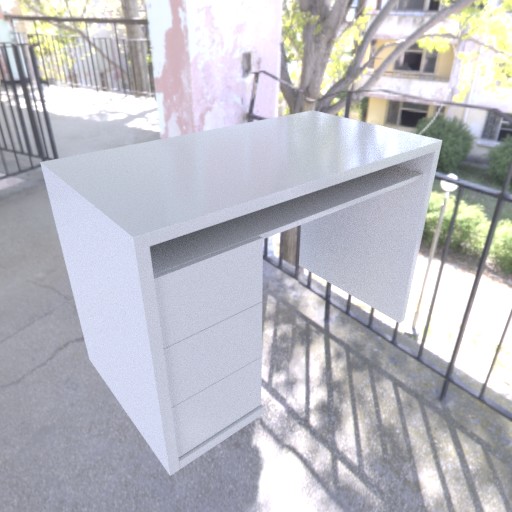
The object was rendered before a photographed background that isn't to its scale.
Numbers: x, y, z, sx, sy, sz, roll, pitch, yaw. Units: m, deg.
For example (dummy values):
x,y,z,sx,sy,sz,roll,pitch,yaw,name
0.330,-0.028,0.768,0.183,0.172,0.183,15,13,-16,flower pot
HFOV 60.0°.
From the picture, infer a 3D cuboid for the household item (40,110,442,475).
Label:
x,y,z,sx,sy,sz,roll,pitch,yaw,name
0.000,0.000,1.548,1.100,0.749,0.597,-22,37,-33,household item
